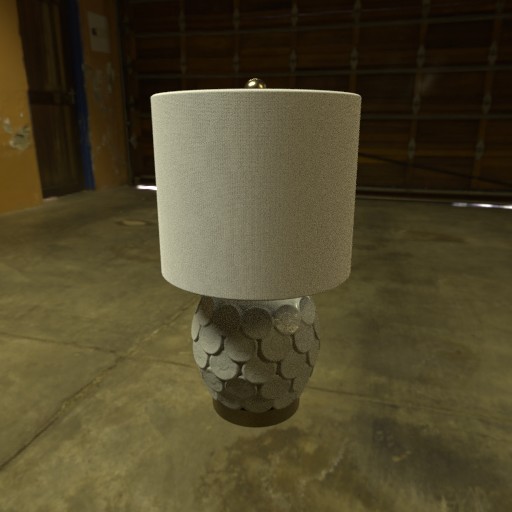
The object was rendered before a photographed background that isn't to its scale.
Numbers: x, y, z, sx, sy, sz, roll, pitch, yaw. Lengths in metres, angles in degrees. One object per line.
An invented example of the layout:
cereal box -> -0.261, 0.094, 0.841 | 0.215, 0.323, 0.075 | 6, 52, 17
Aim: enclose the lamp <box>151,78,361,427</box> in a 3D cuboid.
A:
lamp -> 0.000, 0.000, 0.605 | 0.254, 0.452, 0.254 | 0, 16, 0
